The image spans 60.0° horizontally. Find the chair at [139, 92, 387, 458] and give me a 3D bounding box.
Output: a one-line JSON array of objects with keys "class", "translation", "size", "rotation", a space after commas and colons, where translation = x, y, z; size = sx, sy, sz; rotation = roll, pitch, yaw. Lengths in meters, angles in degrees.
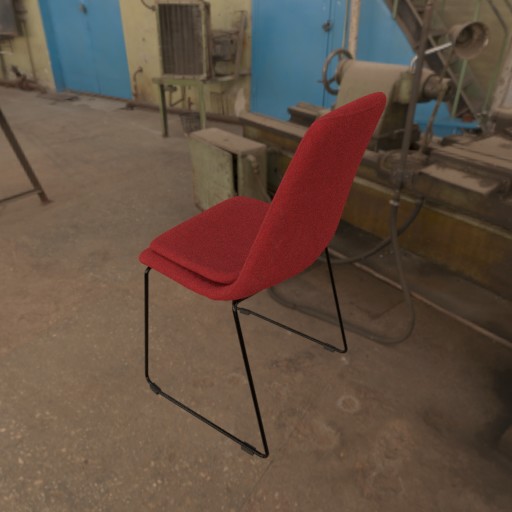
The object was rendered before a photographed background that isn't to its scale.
[{"class": "chair", "translation": [0.000, 0.000, 1.165], "size": [0.518, 0.858, 0.479], "rotation": [20, 36, 29]}]
